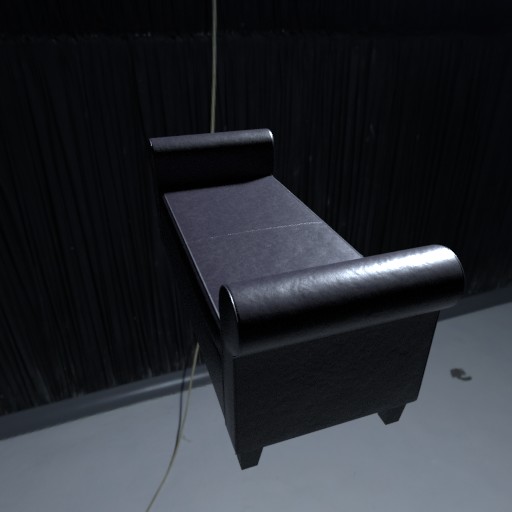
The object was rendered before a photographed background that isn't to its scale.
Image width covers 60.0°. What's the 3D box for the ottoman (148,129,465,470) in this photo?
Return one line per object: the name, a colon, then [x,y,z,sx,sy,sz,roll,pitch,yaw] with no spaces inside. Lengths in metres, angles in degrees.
ottoman: [0.000,0.000,1.484,0.521,0.547,1.256,-10,31,-17]
